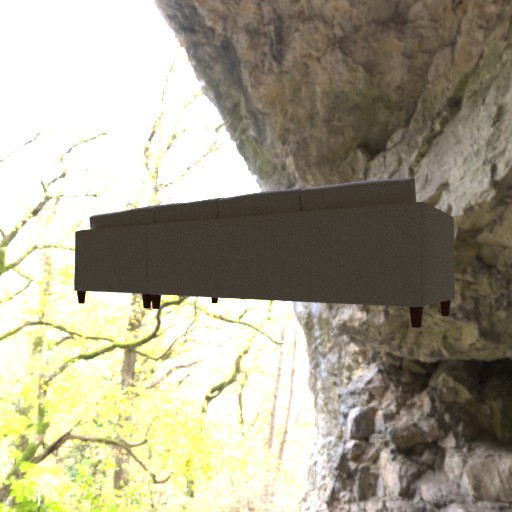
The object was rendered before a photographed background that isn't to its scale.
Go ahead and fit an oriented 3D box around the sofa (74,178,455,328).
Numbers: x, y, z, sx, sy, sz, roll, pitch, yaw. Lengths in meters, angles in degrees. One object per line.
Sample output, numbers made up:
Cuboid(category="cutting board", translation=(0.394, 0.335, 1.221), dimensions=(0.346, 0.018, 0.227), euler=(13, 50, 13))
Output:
Cuboid(category="sofa", translation=(0.000, 0.000, 4.204), dimensions=(3.471, 0.954, 1.599), euler=(-1, -2, 35))
